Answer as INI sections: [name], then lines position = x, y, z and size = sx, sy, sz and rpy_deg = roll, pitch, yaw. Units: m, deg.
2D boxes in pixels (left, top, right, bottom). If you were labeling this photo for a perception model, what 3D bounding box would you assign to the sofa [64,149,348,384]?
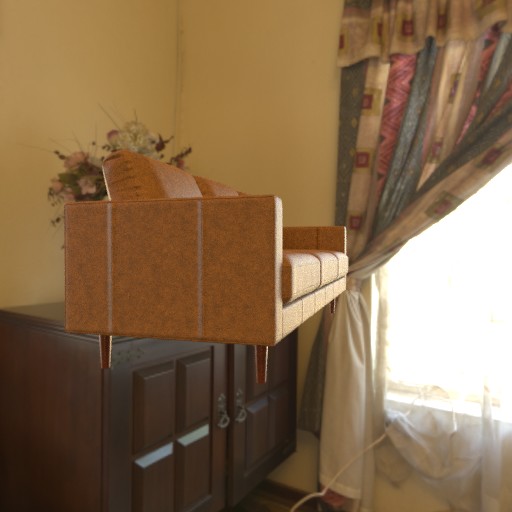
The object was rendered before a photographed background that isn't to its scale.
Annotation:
[sofa]
position = 0.000, 0.000, 2.691
size = 0.903, 0.930, 2.231
rpy_deg = 0, 1, 18
